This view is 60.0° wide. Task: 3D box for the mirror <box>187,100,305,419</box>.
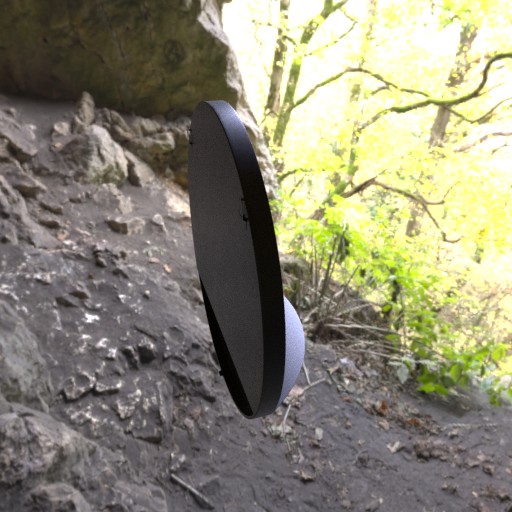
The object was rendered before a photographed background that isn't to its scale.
[{"bbox_3d":[0.000,0.000,0.683,0.133,0.457,0.457,-9,30,-15],"label":"mirror"}]
